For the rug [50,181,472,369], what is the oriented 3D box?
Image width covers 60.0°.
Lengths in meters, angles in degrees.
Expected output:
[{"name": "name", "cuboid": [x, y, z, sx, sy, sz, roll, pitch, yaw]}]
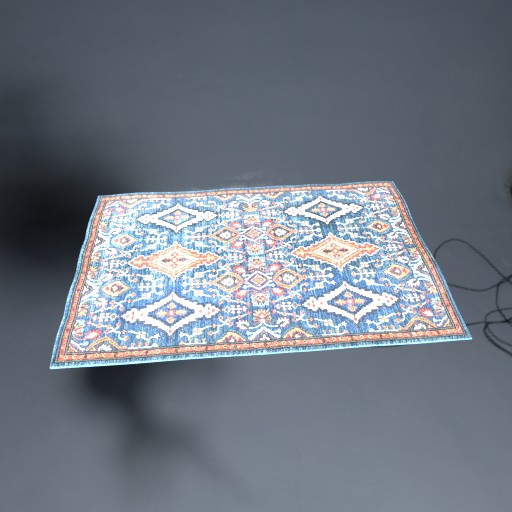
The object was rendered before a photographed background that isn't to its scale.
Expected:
[{"name": "rug", "cuboid": [0.000, 0.000, 2.328, 1.847, 0.014, 1.195, -3, 45, -3]}]
